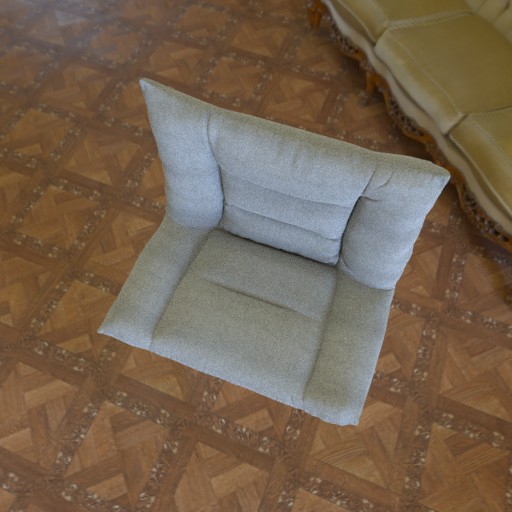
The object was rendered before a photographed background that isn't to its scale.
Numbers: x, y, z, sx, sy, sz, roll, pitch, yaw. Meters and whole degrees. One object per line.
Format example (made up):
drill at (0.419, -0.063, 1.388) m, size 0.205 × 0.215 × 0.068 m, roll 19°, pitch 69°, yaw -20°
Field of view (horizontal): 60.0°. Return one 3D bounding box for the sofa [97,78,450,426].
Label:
sofa at (0.000, 0.000, 1.685) m, size 1.144 × 0.795 × 0.847 m, roll 18°, pitch 62°, yaw 10°
